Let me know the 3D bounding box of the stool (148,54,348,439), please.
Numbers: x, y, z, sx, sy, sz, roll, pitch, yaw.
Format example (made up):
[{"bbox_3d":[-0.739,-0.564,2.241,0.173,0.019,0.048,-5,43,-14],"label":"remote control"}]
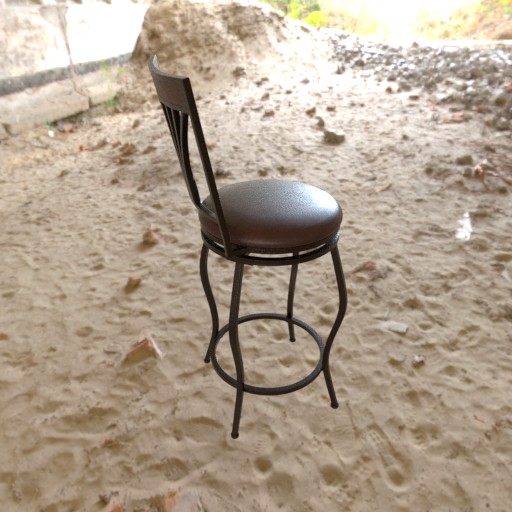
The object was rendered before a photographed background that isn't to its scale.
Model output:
[{"bbox_3d":[0.000,0.000,1.374,0.514,1.117,0.433,-10,32,-17],"label":"stool"}]
